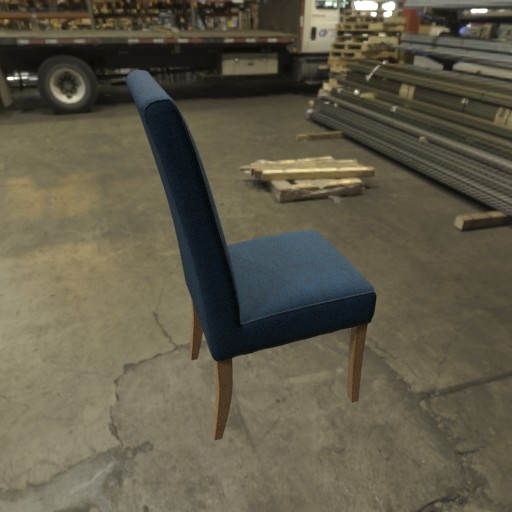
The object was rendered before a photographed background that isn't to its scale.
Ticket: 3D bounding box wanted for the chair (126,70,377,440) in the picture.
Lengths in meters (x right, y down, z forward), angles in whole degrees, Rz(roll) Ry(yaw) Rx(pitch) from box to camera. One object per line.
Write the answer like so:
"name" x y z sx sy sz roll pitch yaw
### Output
"chair" 0.000 0.000 1.353 0.610 1.029 0.450 -9 31 -16
